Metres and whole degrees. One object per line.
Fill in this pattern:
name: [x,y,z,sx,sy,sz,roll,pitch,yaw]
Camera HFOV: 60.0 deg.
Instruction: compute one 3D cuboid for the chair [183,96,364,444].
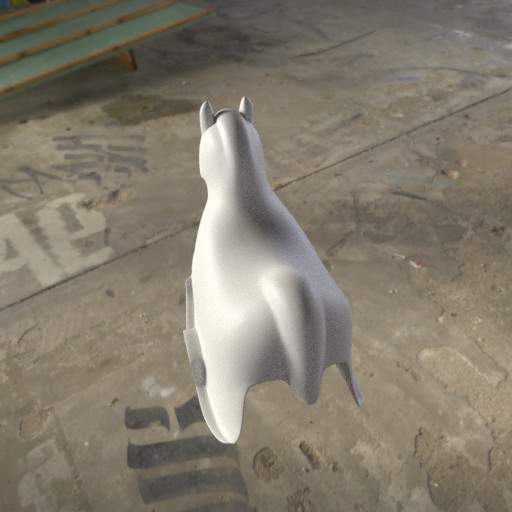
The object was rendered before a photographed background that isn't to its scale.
chair: [0.000,0.000,1.141,0.429,0.612,0.800,-11,43,-12]
